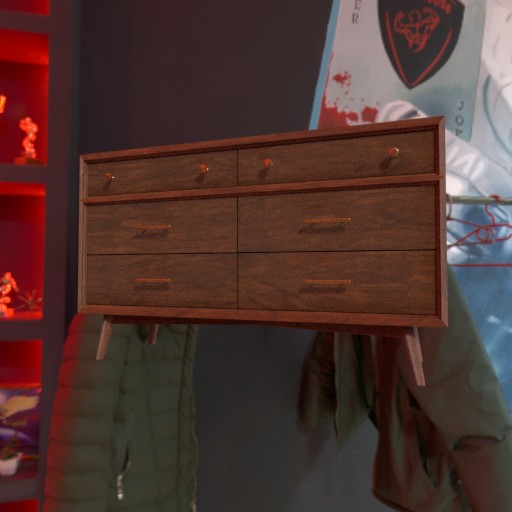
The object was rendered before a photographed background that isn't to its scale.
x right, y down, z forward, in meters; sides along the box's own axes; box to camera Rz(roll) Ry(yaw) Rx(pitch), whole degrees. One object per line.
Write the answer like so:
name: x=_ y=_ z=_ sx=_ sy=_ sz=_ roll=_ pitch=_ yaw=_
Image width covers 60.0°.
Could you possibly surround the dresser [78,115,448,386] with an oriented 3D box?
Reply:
dresser: x=0.000 y=0.000 z=1.894 sx=1.472 sy=0.889 sz=0.500 roll=-1 pitch=-2 yaw=20
